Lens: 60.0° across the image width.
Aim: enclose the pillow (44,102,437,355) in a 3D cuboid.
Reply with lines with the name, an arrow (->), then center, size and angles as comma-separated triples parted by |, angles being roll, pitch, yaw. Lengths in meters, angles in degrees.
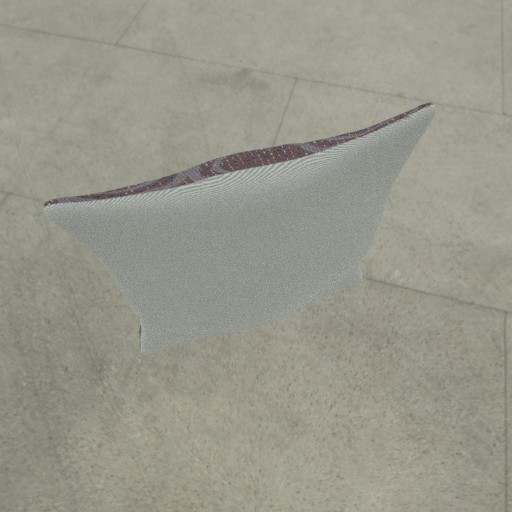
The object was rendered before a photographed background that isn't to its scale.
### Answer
pillow -> 0.000, 0.000, 0.765 | 0.514, 0.513, 0.163 | -17, 61, -10
